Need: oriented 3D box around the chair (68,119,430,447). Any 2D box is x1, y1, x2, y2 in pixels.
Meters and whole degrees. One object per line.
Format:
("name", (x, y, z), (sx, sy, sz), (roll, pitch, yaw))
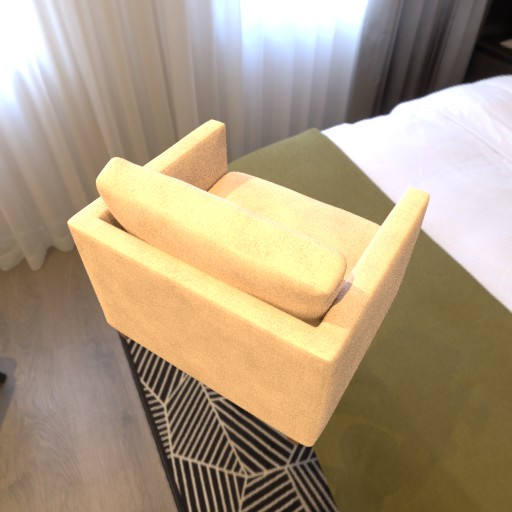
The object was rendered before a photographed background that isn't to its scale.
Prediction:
("chair", (0.000, 0.000, 1.921), (1.133, 0.961, 0.959), (25, 51, 22))
